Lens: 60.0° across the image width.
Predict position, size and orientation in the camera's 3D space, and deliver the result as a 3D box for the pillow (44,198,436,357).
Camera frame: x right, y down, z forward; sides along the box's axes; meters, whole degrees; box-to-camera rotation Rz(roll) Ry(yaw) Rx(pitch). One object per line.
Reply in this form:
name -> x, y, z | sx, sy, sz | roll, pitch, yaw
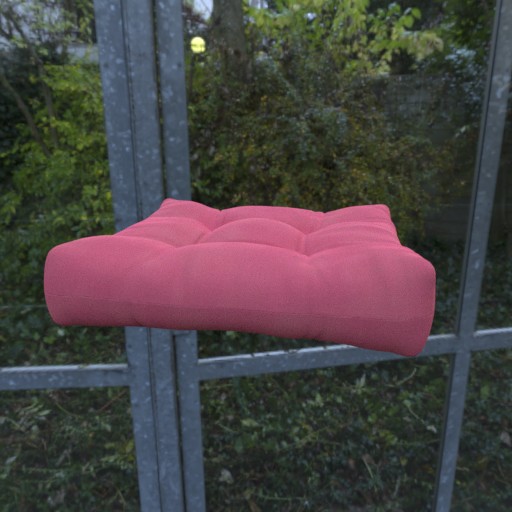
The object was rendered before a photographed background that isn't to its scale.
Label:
pillow -> 0.000, 0.000, 0.738 | 0.490, 0.128, 0.468 | 2, 15, 9
